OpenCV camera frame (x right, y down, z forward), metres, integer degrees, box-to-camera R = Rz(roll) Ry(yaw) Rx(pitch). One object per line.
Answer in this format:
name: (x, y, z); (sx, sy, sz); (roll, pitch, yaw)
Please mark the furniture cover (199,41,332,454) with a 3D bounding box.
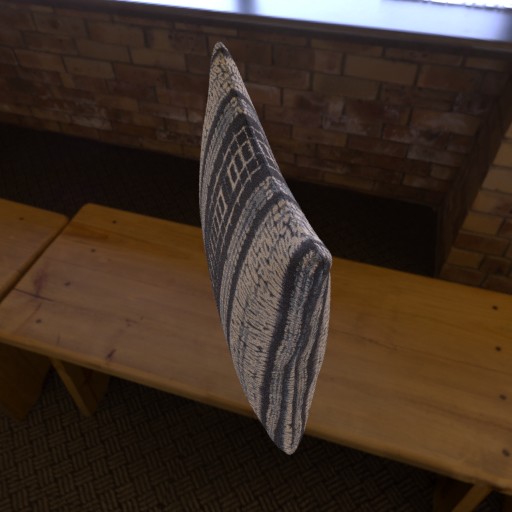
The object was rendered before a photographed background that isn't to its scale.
furniture cover: (0.000, 0.000, 0.637); (0.133, 0.435, 0.425); (-11, 49, -10)
